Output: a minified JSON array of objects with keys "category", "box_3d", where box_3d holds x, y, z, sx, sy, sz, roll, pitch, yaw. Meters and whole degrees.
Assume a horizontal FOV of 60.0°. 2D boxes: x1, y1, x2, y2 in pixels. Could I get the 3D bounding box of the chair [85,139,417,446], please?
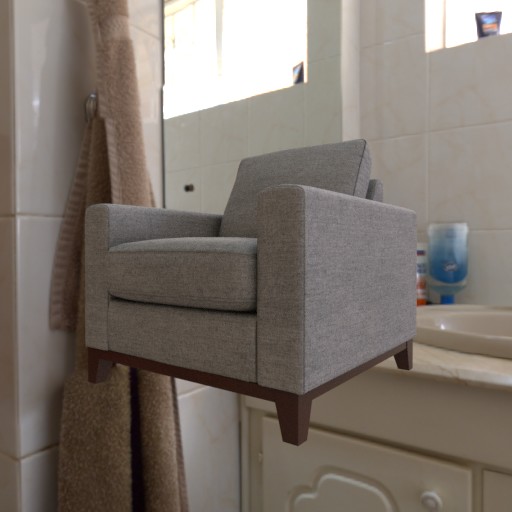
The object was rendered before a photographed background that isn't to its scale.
[{"category":"chair","box_3d":[0.000,0.000,1.859,1.024,1.010,1.038,1,1,37]}]
